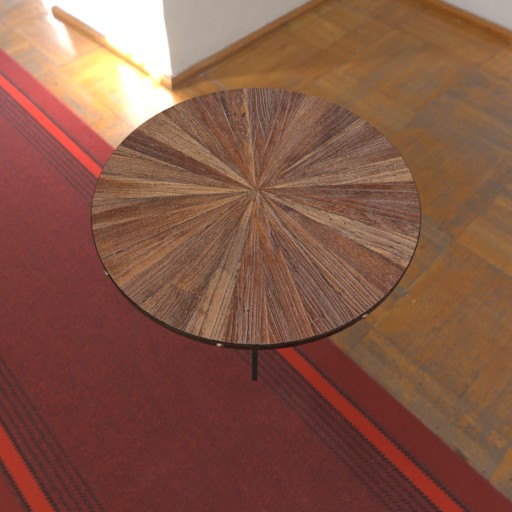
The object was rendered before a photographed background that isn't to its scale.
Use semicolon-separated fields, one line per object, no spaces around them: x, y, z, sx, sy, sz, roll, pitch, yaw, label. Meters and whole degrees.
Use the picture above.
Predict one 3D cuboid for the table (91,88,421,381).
0.000;0.000;1.483;0.885;0.658;0.885;0;57;0;table
